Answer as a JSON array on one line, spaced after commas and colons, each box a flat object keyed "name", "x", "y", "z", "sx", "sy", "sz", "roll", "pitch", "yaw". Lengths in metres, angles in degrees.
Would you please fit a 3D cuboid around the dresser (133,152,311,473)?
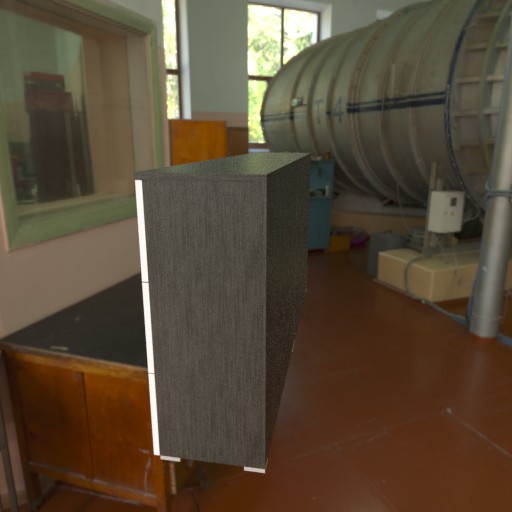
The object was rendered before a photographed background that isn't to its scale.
[{"name": "dresser", "x": 0.000, "y": 0.000, "z": 1.841, "sx": 0.333, "sy": 0.790, "sz": 1.535, "roll": 3, "pitch": 15, "yaw": 10}]
